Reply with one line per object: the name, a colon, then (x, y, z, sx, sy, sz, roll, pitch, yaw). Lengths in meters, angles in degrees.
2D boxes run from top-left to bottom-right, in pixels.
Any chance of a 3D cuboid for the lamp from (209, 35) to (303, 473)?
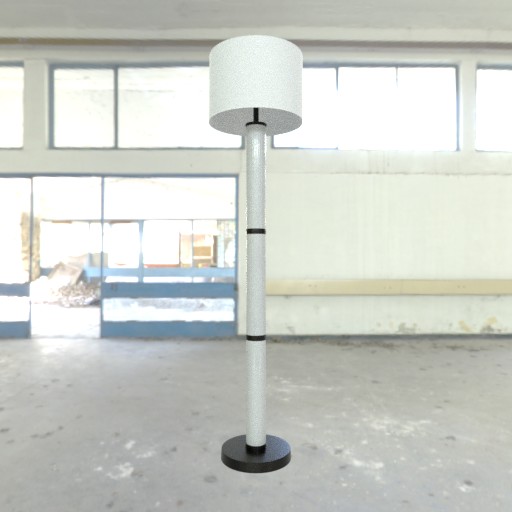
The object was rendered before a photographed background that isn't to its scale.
lamp: (0.000, 0.000, 1.775, 0.377, 1.599, 0.377, 0, -1, 1)
